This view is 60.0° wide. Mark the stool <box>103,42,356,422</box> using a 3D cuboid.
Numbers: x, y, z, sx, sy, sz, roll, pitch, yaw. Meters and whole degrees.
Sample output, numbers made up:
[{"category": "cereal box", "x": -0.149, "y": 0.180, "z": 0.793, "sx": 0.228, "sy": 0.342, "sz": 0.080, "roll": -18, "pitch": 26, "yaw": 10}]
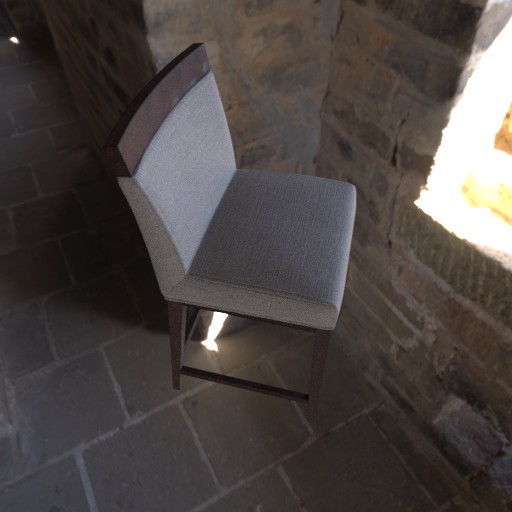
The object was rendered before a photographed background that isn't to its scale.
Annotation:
[{"category": "stool", "x": 0.000, "y": 0.000, "z": 1.327, "sx": 0.531, "sy": 1.009, "sz": 0.512, "roll": 10, "pitch": 47, "yaw": 10}]
